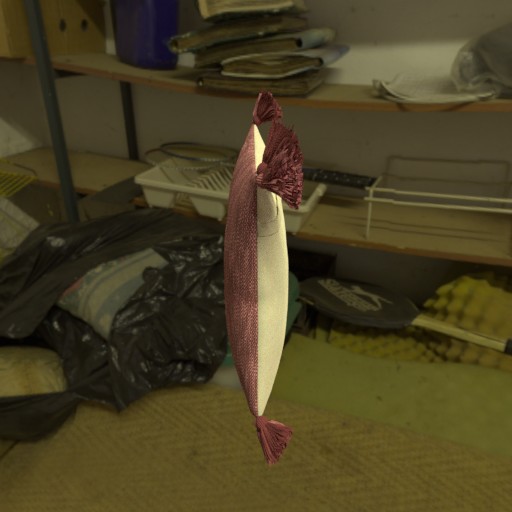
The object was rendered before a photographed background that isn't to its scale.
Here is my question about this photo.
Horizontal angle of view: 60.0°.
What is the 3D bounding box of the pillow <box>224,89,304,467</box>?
[{"bbox_3d":[0.000,0.000,0.975,0.138,0.659,0.641,0,26,-1],"label":"pillow"}]
